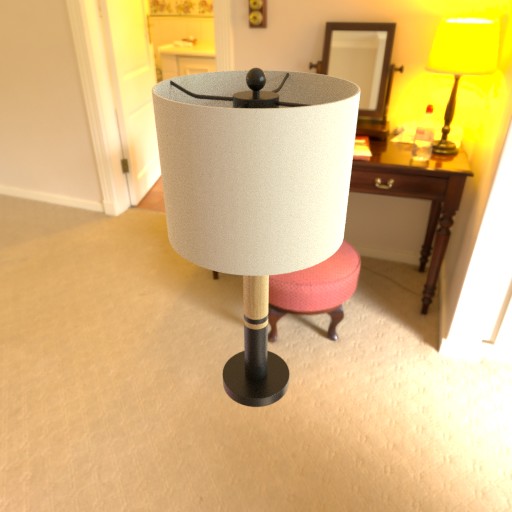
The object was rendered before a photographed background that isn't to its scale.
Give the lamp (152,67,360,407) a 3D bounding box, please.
[{"bbox_3d":[0.000,0.000,0.811,0.305,0.640,0.305,-10,32,-16],"label":"lamp"}]
